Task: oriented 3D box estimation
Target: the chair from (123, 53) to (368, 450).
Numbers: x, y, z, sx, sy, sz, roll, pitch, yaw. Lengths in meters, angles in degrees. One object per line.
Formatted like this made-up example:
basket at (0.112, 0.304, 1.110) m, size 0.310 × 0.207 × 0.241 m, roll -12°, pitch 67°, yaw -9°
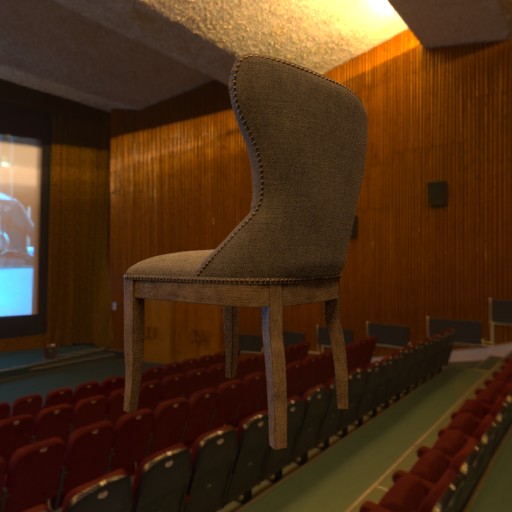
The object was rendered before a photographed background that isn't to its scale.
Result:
chair at (0.000, 0.000, 1.444) m, size 0.681 × 1.002 × 0.654 m, roll 0°, pitch 0°, yaw 37°
